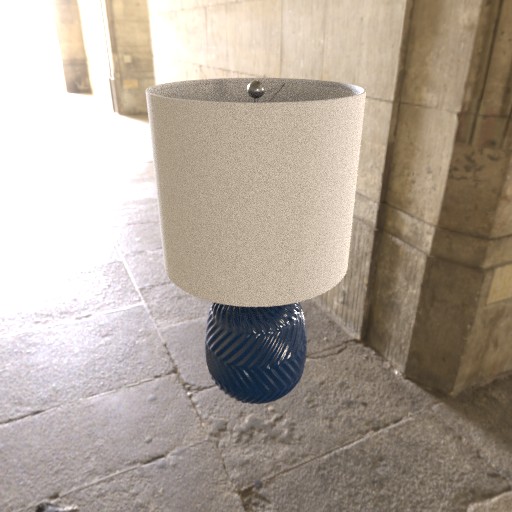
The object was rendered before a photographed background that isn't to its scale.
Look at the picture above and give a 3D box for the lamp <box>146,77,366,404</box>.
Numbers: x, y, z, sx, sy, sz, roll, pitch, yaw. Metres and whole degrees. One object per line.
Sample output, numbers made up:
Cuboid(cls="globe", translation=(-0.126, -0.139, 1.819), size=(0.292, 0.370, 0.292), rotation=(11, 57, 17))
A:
Cuboid(cls="lamp", translation=(0.000, 0.000, 0.498), size=(0.203, 0.368, 0.203), rotation=(9, 28, 17))
